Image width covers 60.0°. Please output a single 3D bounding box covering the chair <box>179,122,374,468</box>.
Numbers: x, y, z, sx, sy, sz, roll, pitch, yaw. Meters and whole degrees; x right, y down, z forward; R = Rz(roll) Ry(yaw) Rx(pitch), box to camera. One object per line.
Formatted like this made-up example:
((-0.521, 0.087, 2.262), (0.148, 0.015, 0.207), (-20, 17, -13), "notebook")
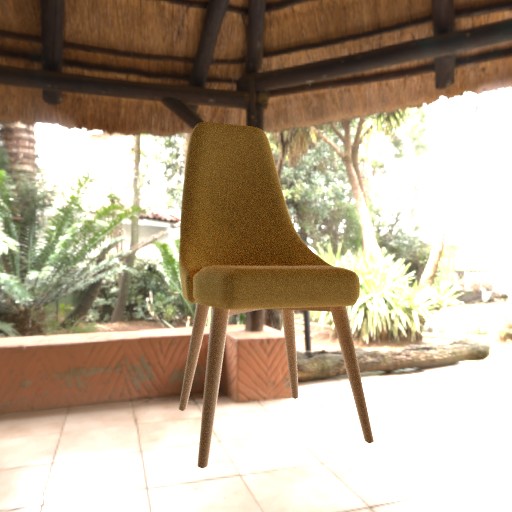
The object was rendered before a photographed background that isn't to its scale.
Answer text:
((0.000, 0.000, 1.424), (0.510, 1.040, 0.660), (0, -2, -19), "chair")
